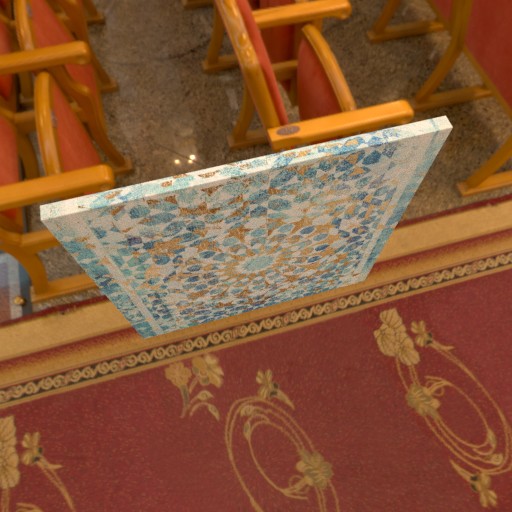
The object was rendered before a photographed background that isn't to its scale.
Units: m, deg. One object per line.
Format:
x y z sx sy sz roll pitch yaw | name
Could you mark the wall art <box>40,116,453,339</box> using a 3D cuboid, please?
0.000 0.000 1.371 0.916 0.916 0.040 -14 65 -7 | wall art
